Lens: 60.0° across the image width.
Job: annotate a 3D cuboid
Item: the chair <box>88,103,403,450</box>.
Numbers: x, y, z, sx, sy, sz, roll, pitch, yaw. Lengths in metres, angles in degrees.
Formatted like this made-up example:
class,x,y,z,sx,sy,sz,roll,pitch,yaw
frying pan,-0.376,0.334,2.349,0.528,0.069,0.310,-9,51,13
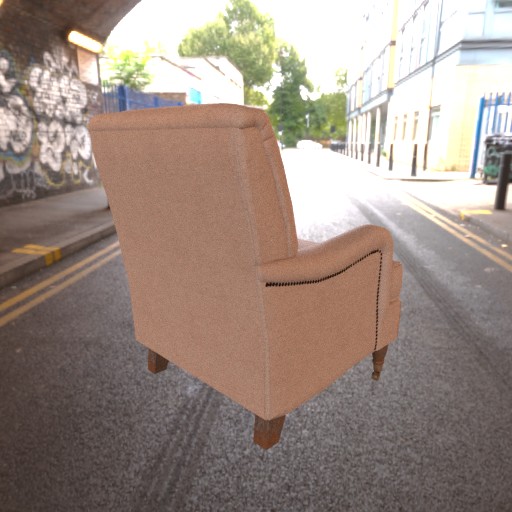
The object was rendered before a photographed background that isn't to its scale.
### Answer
class,x,y,z,sx,sy,sz,roll,pitch,yaw
chair,0.000,0.000,1.798,0.953,1.119,0.879,-14,20,-42
